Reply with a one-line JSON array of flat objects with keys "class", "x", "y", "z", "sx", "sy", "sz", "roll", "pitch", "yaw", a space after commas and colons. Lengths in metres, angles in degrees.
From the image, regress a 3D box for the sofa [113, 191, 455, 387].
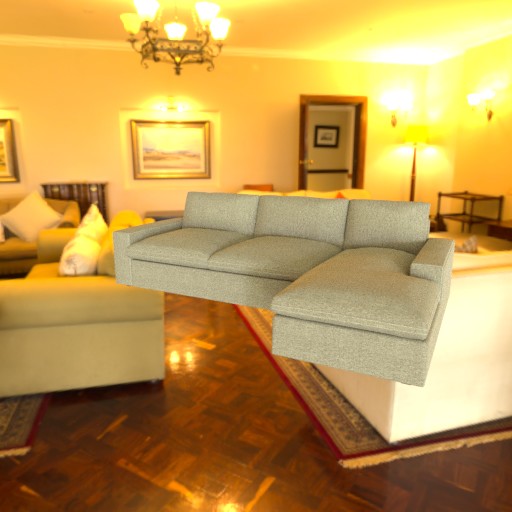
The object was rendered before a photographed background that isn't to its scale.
[{"class": "sofa", "x": 0.000, "y": 0.000, "z": 3.439, "sx": 2.718, "sy": 0.813, "sz": 1.689, "roll": 7, "pitch": 15, "yaw": 26}]
